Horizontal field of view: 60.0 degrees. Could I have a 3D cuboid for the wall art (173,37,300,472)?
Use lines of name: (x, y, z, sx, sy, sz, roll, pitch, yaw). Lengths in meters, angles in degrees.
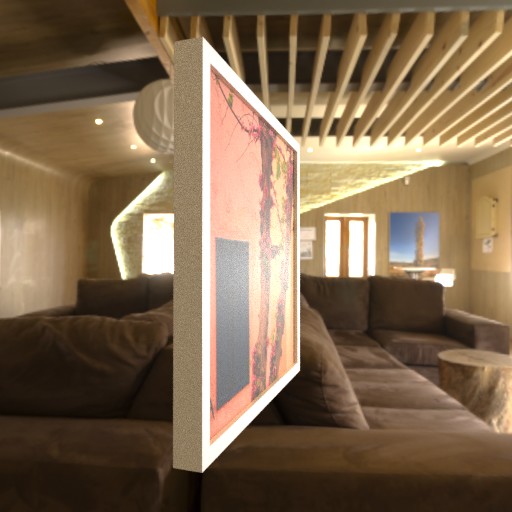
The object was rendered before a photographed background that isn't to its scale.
wall art: (0.000, 0.000, 0.763, 0.038, 0.508, 0.507, 0, -1, 18)
